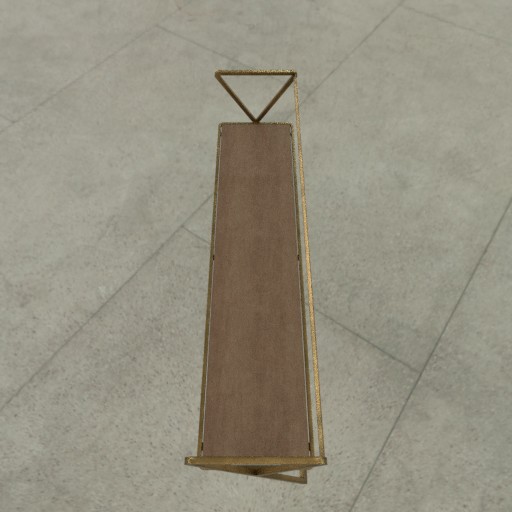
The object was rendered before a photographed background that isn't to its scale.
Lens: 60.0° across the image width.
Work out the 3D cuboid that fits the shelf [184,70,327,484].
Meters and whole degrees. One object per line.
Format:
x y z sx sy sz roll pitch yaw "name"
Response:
0.000 0.000 0.722 0.150 0.229 0.645 0 58 0 "shelf"
